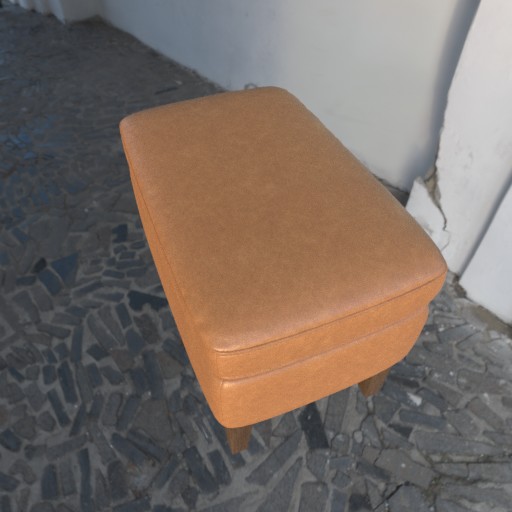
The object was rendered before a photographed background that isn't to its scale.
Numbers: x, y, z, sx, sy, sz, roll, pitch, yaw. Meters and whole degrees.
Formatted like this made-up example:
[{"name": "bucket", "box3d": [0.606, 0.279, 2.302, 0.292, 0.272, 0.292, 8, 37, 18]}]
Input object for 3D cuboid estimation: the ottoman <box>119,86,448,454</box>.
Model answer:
[{"name": "ottoman", "box3d": [0.000, 0.000, 0.976, 0.420, 0.480, 0.670, -17, 50, -15]}]
